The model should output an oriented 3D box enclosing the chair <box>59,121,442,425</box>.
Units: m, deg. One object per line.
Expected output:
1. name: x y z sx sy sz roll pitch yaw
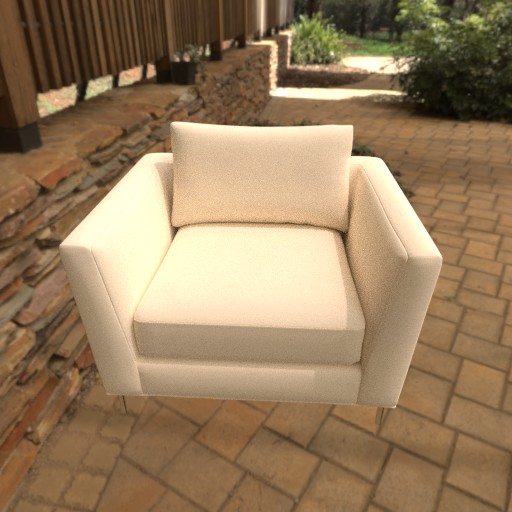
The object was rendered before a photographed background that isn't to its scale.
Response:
1. chair: 0.000 0.000 1.671 1.041 0.865 0.889 2 30 3
